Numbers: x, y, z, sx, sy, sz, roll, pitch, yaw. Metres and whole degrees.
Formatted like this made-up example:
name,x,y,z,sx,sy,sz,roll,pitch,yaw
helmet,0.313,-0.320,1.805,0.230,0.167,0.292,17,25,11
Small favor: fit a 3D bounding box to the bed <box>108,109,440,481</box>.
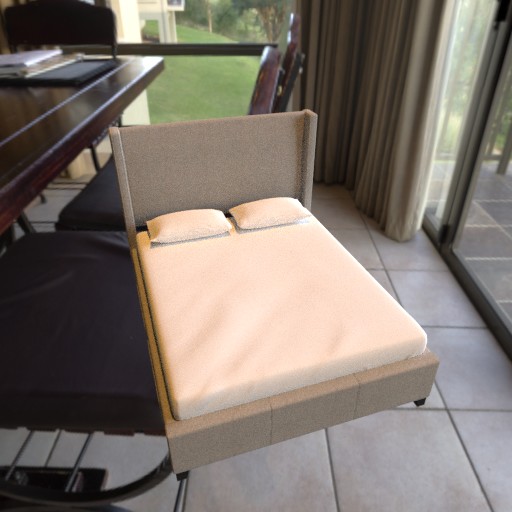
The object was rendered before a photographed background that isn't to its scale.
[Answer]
name,x,y,z,sx,sy,sz,roll,pitch,yaw
bed,0.000,0.000,3.321,1.774,1.491,2.222,-10,34,-16
